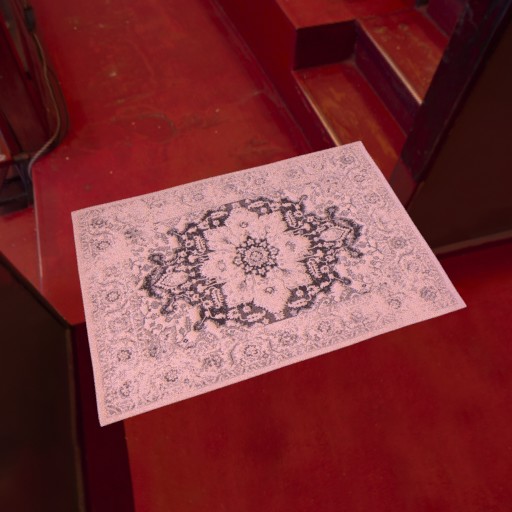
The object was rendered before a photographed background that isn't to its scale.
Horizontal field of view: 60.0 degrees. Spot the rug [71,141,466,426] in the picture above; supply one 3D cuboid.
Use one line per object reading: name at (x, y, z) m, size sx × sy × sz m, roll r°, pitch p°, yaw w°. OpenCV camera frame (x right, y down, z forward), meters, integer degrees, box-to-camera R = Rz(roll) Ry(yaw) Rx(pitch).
rug at (0.000, 0.000, 2.359) m, size 1.813 × 0.008 × 1.223 m, roll -16°, pitch 59°, yaw -10°
